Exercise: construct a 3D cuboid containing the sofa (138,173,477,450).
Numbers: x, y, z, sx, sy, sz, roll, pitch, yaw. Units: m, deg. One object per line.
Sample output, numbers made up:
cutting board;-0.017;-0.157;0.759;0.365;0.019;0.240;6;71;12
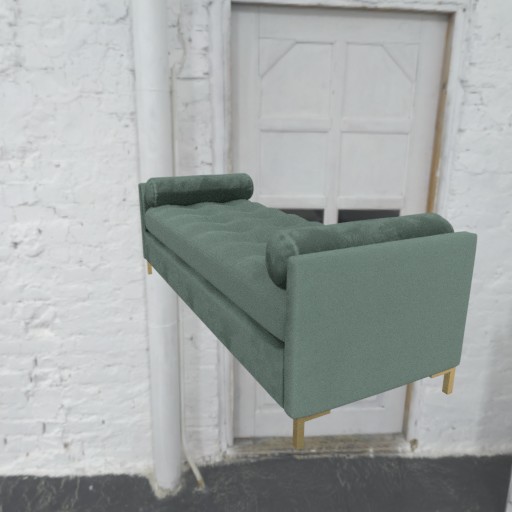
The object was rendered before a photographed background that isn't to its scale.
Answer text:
sofa;0.000;0.000;2.400;0.796;0.705;2.102;-8;18;-26
